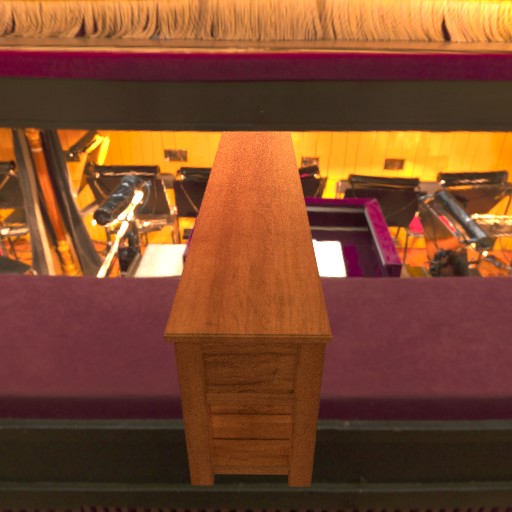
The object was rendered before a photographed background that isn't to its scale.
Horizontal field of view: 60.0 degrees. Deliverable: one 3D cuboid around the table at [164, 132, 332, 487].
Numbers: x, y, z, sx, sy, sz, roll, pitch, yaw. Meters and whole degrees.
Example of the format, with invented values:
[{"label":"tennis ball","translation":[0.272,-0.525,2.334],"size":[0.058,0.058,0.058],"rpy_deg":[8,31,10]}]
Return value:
[{"label":"table","translation":[0.000,0.000,2.011],"size":[0.425,0.635,1.815],"rpy_deg":[0,31,1]}]
